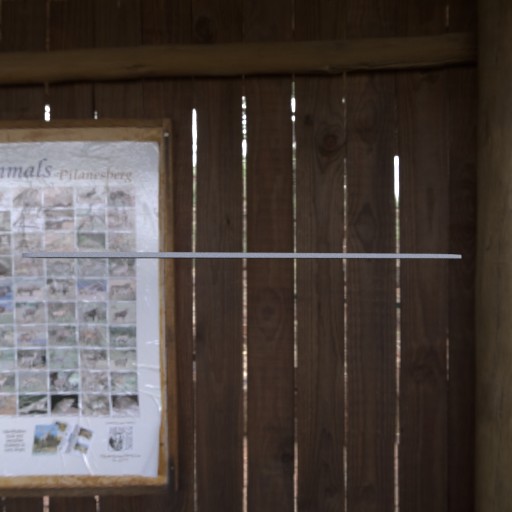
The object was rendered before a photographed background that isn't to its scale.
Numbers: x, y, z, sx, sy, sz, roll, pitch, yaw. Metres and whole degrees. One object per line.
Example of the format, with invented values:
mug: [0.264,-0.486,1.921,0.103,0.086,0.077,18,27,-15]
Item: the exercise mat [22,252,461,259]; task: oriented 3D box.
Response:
exercise mat: [0.000,0.000,2.067,1.884,0.021,0.616,0,-1,-18]
